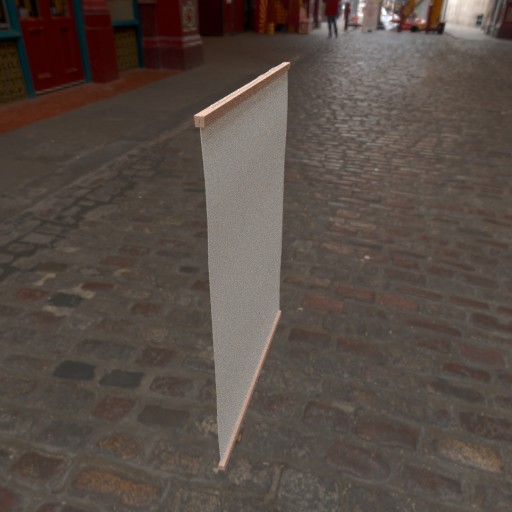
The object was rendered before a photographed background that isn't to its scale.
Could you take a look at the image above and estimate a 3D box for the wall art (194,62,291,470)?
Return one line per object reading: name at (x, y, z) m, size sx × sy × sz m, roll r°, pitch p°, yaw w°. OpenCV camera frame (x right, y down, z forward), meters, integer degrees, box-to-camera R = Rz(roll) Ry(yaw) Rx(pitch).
wall art at (0.000, 0.000, 1.347) m, size 0.020 × 1.013 × 0.758 m, roll 8°, pitch 31°, yaw 13°
